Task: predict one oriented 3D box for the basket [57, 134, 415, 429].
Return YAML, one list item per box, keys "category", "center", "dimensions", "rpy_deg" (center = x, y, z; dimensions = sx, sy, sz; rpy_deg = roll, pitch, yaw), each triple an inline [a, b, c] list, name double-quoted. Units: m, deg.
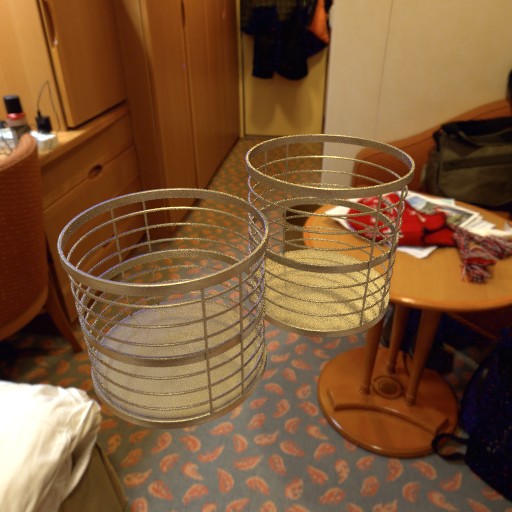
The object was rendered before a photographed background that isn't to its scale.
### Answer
- category: "basket"
  center: [0.000, 0.000, 0.938]
  dimensions: [0.746, 0.351, 0.356]
  rpy_deg: [-22, 37, -31]
